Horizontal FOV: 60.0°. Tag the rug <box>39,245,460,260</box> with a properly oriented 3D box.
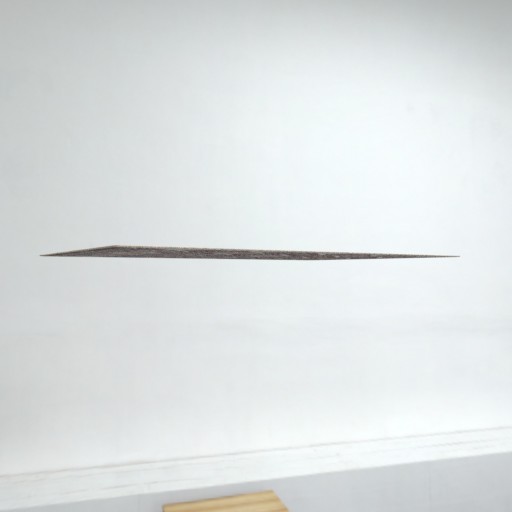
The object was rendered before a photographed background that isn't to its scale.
[{"bbox_3d":[0.000,0.000,3.019,2.440,0.010,1.545,1,-2,-36],"label":"rug"}]
